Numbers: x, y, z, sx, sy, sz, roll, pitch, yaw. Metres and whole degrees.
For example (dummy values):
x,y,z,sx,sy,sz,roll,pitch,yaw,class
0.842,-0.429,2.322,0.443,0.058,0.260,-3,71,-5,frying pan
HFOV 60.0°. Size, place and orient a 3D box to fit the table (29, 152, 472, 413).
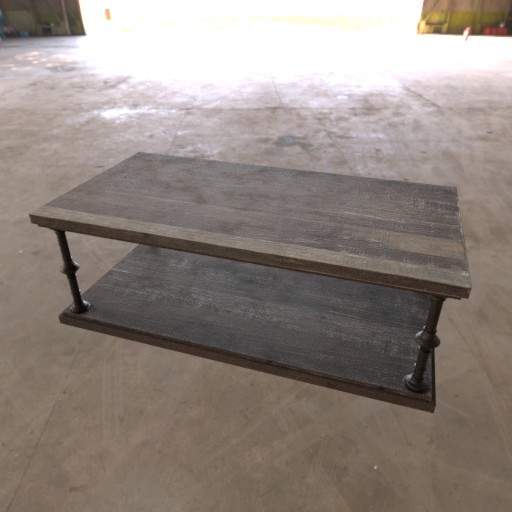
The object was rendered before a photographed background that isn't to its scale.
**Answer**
x,y,z,sx,sy,sz,roll,pitch,yaw,class
0.000,0.000,1.351,1.088,0.373,0.554,10,32,16,table
